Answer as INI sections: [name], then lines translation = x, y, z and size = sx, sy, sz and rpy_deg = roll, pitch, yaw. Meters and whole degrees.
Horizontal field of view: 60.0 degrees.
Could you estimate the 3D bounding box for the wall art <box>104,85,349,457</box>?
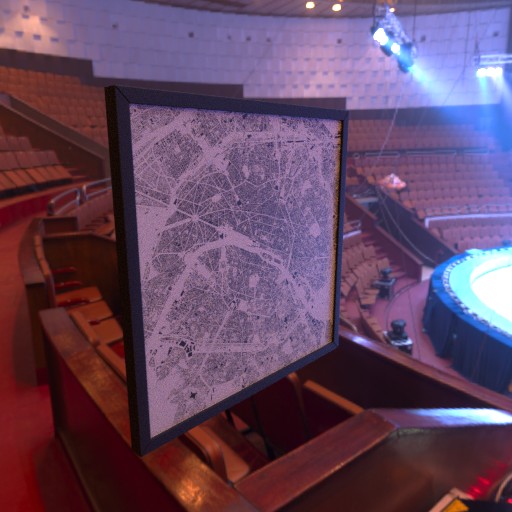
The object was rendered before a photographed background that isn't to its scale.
[wall art]
translation = 0.000, 0.000, 1.153
size = 0.037, 0.763, 0.763
rpy_deg = 13, 19, 42
